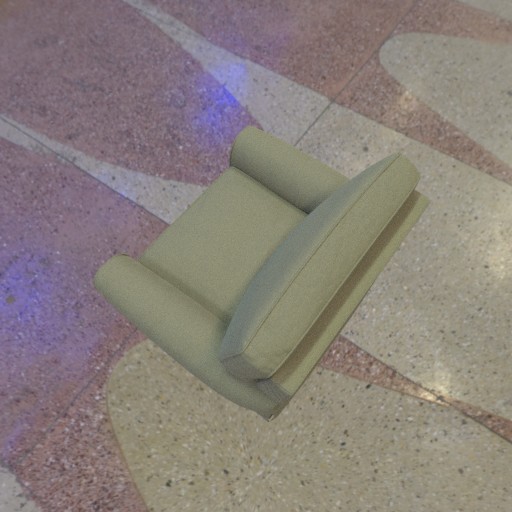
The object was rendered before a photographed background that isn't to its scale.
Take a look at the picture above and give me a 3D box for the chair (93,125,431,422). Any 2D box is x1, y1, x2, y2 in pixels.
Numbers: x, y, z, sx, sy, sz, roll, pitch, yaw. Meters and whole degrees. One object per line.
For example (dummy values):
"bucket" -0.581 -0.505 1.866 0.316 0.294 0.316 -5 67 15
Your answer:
"chair" 0.000 0.000 1.976 0.988 1.017 1.135 35 68 16
